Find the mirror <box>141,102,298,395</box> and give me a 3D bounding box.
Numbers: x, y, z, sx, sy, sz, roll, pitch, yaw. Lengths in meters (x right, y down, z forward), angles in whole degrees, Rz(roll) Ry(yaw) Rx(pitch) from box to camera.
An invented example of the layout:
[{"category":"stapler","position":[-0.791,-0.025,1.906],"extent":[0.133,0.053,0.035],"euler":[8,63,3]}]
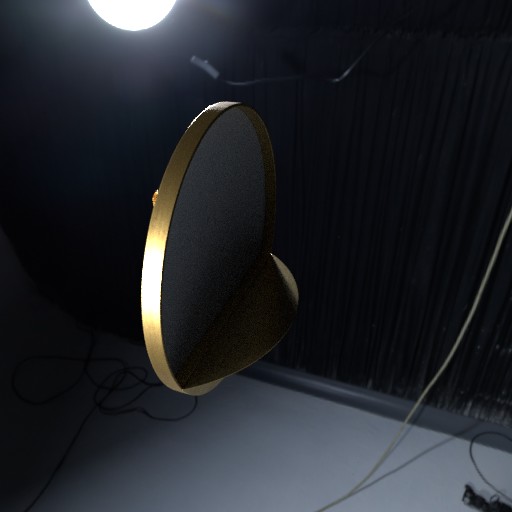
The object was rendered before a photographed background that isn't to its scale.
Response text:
[{"category":"mirror","position":[0.000,0.000,0.707],"extent":[0.133,0.457,0.457],"euler":[10,32,17]}]
